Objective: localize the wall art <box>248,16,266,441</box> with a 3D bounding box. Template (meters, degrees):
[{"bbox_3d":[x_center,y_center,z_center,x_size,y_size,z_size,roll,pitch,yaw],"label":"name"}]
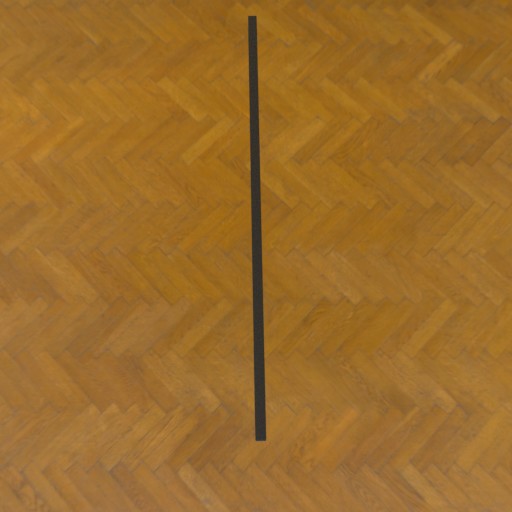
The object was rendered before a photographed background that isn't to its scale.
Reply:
[{"bbox_3d":[0.000,0.000,0.829,0.012,0.558,0.562,-1,76,0],"label":"wall art"}]
